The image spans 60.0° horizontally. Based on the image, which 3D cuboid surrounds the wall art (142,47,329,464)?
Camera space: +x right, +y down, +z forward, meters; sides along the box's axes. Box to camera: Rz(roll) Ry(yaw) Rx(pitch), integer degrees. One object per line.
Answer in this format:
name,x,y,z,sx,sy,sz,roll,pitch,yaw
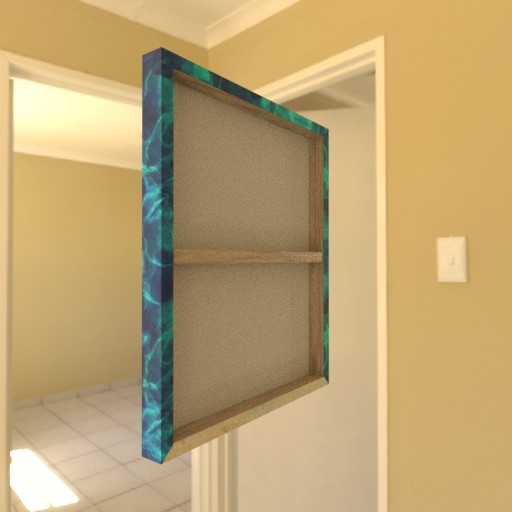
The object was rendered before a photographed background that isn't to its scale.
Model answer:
wall art,0.000,0.000,0.722,0.038,0.508,0.432,0,0,37
